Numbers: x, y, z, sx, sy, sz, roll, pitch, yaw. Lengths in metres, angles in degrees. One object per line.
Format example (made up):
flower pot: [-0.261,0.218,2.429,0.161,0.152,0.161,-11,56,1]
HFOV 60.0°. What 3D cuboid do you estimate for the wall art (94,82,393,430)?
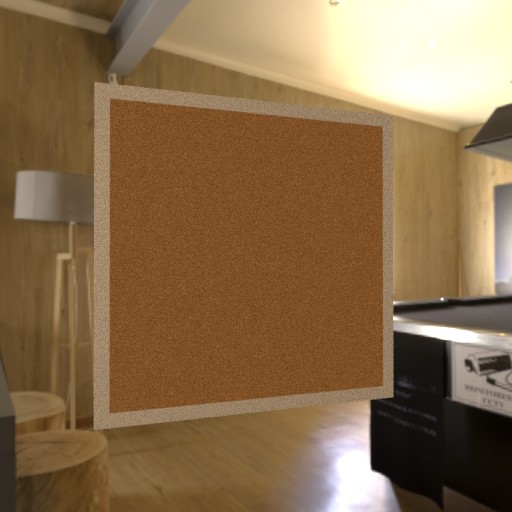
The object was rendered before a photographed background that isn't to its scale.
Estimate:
wall art: [0.000,0.000,0.742,0.507,0.508,0.038,0,0,-18]
